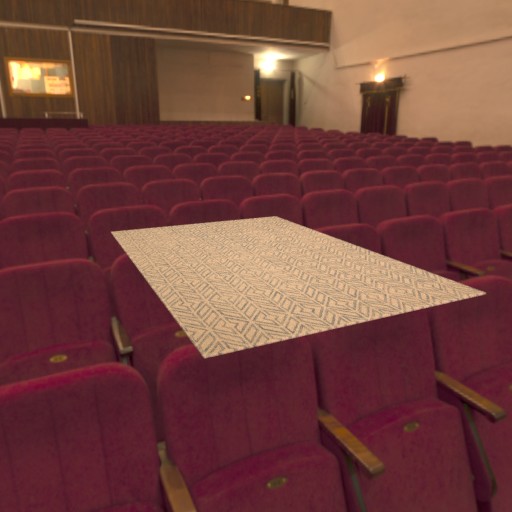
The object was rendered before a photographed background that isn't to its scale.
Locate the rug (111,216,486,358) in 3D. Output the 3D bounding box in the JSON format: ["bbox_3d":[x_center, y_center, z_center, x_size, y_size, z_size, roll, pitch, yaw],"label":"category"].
[{"bbox_3d":[0.000,0.000,2.355,1.220,0.008,1.824,-8,18,-25],"label":"rug"}]
